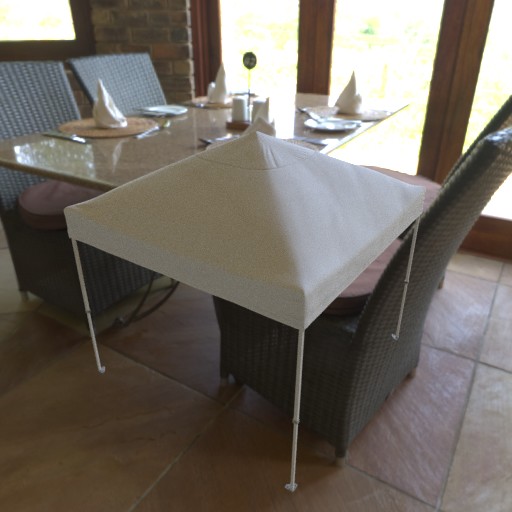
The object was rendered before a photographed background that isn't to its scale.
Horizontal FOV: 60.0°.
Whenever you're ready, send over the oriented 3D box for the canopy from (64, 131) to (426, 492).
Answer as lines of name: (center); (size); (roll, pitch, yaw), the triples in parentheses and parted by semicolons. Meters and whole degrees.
canopy: (0.000, 0.000, 5.413); (2.998, 2.997, 2.996); (18, 32, 31)
